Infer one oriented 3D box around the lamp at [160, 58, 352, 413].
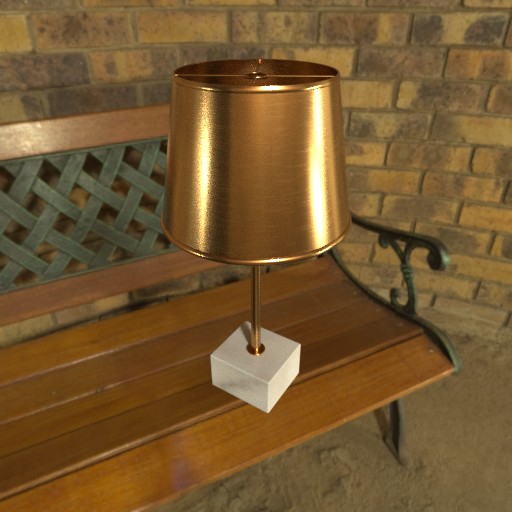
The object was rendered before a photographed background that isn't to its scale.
[{"bbox_3d":[0.000,0.000,0.520,0.208,0.406,0.208,0,31,0],"label":"lamp"}]
